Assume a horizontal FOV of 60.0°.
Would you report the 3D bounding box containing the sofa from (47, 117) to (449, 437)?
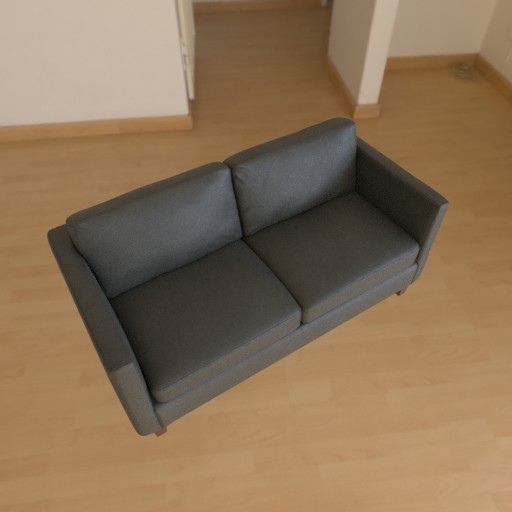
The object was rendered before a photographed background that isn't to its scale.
[{"bbox_3d":[0.000,0.000,2.457,1.883,0.933,0.951,-25,52,-21],"label":"sofa"}]
